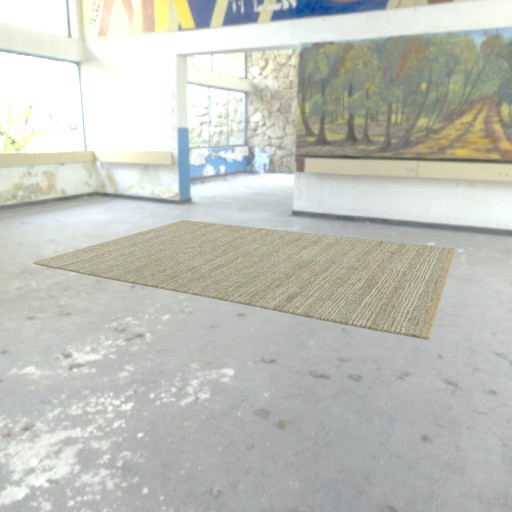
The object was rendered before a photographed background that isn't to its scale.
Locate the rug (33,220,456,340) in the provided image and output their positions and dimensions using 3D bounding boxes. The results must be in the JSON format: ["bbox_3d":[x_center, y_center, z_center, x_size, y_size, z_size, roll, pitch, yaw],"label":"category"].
[{"bbox_3d":[0.000,0.000,2.295,1.824,0.010,1.240,8,17,26],"label":"rug"}]
